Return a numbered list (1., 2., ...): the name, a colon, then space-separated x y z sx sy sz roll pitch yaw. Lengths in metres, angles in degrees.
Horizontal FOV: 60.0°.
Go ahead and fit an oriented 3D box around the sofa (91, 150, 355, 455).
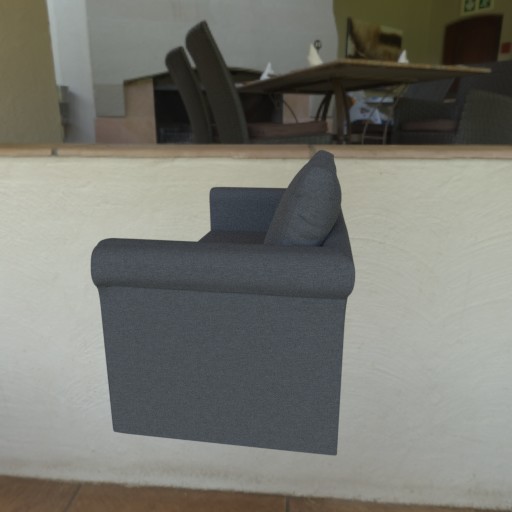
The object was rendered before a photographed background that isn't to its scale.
1. sofa: 0.000 0.000 1.929 0.741 0.872 1.460 2 16 8
